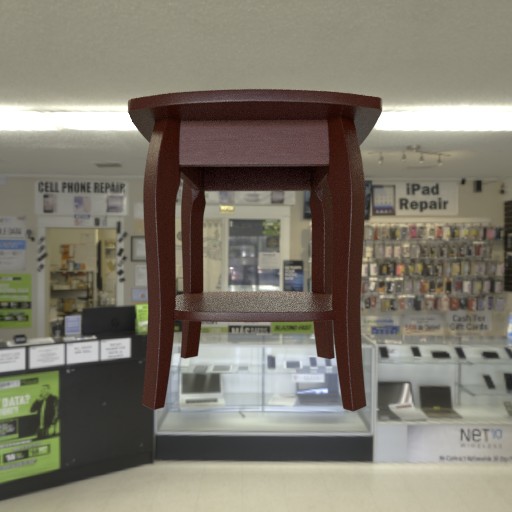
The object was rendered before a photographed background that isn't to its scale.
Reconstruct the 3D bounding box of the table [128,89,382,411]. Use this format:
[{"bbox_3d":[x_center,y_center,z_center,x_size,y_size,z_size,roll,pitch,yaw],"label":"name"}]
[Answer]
[{"bbox_3d":[0.000,0.000,0.905,0.433,0.496,0.502,0,0,1],"label":"table"}]
